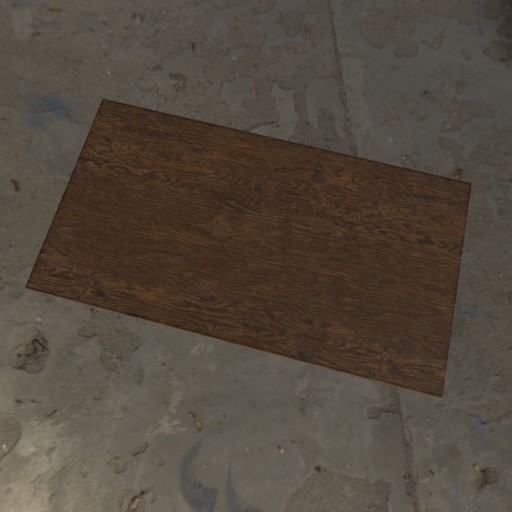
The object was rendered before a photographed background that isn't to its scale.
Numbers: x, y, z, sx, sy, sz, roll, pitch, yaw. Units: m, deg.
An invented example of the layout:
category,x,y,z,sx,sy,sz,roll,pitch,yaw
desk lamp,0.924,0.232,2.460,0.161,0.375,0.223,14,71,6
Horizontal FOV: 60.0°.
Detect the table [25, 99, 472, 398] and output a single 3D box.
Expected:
category,x,y,z,sx,sy,sz,roll,pitch,yaw
table,0.000,0.000,2.556,1.989,0.795,1.078,14,74,4
